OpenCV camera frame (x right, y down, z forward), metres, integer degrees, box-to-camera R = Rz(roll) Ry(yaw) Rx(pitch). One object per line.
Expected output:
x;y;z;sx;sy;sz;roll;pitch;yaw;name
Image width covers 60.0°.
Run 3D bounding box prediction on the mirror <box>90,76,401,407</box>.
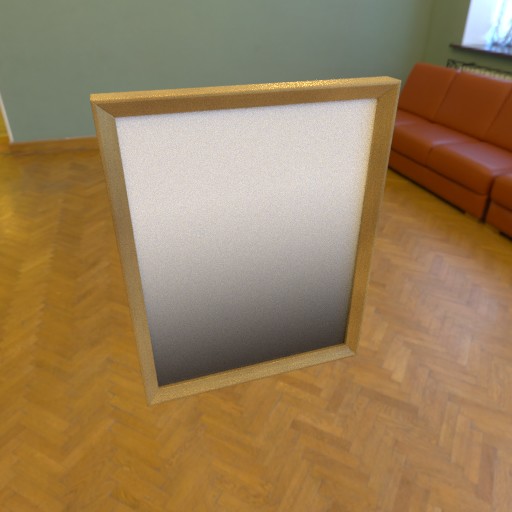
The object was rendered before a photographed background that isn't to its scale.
0.000;0.000;0.700;0.406;0.509;0.041;-10;32;-15;mirror
